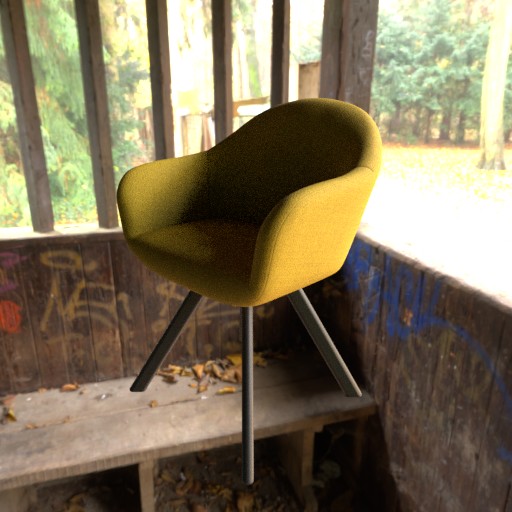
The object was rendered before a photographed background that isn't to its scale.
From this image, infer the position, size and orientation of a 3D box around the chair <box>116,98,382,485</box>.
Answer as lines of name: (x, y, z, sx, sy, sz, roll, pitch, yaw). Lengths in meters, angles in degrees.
chair: (0.000, 0.000, 1.172, 0.590, 0.795, 0.550, 17, 25, 42)
